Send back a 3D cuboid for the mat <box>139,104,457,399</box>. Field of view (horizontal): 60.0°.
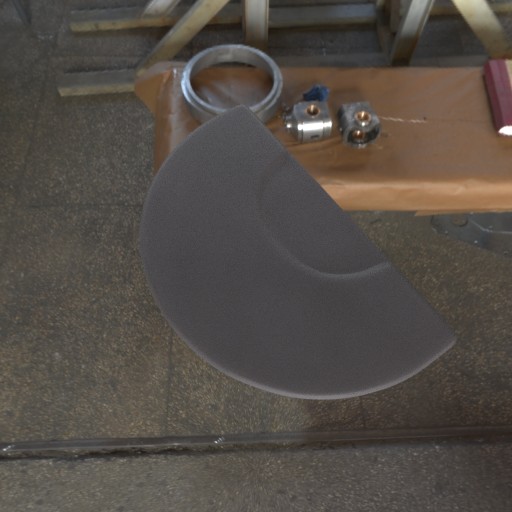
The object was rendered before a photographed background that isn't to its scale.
[{"bbox_3d":[0.000,0.000,1.902,0.917,0.022,1.525,-32,69,-14],"label":"mat"}]
